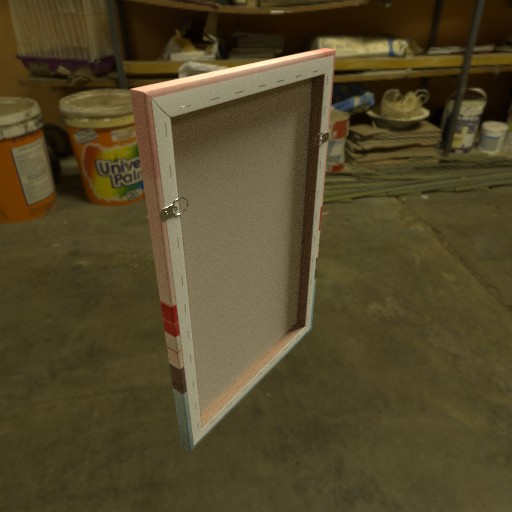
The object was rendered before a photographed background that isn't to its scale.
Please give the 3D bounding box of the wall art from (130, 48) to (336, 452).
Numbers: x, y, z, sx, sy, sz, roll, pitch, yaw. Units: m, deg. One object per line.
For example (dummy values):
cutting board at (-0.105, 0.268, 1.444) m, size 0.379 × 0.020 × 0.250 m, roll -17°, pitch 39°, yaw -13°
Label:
wall art at (0.000, 0.000, 1.142) m, size 0.038 × 0.914 × 0.610 m, roll 22°, pitch 38°, yaw 31°
